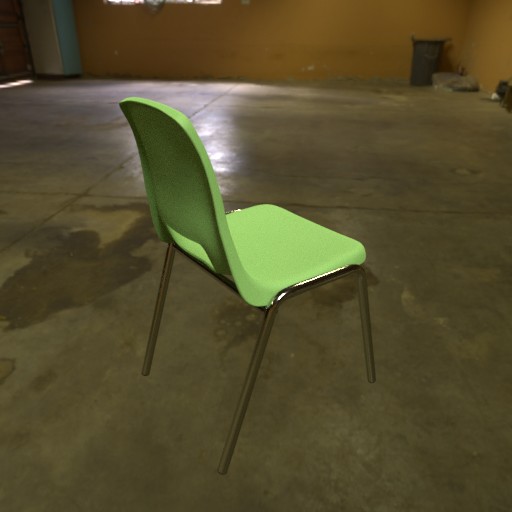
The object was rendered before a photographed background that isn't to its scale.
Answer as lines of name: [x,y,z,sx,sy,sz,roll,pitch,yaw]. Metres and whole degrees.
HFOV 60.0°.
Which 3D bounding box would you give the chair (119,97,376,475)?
chair: [0.000,0.000,0.921,0.436,0.653,0.381,-19,33,-33]
